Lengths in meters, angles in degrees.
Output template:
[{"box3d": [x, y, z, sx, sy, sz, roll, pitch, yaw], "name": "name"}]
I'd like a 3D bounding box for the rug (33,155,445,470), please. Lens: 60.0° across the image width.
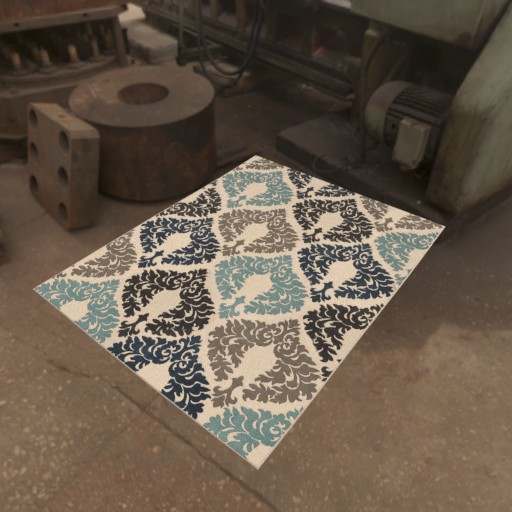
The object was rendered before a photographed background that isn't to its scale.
[{"box3d": [0.000, 0.000, 4.067, 2.423, 0.014, 3.040, 27, 47, 28], "name": "rug"}]
